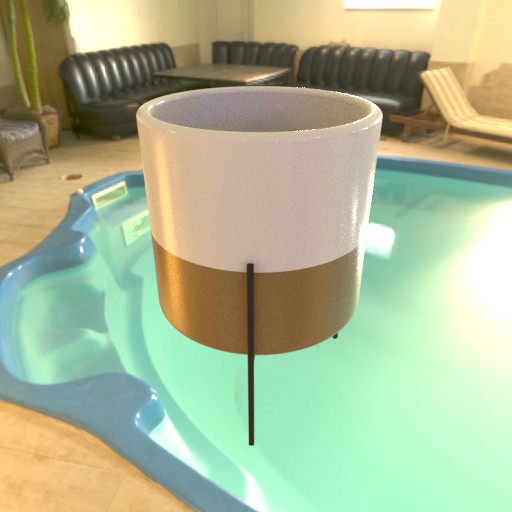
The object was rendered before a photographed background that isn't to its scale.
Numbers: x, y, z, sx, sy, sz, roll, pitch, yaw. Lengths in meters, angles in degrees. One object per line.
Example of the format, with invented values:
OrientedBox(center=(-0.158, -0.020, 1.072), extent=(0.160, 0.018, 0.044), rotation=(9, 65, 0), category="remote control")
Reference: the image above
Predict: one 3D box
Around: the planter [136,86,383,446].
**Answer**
OrientedBox(center=(0.000, 0.000, 0.657), extent=(0.310, 0.432, 0.310), rotation=(10, 31, 16), category="planter")
